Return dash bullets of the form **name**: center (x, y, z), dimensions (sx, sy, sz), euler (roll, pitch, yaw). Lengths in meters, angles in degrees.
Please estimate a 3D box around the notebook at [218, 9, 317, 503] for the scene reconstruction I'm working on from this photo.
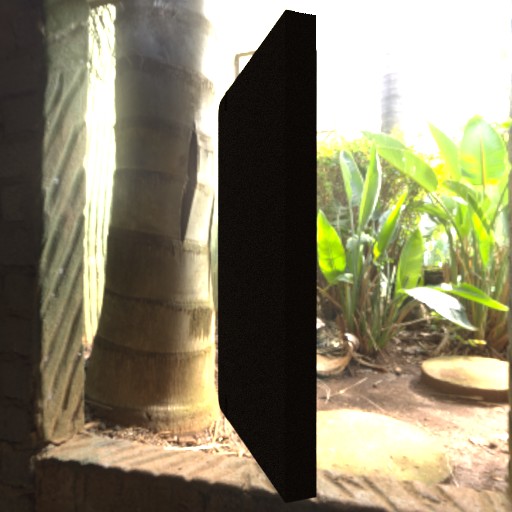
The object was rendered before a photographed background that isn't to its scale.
- **notebook**: center (0.000, 0.000, 0.253), dimensions (0.016, 0.213, 0.127), euler (0, 0, -18)
